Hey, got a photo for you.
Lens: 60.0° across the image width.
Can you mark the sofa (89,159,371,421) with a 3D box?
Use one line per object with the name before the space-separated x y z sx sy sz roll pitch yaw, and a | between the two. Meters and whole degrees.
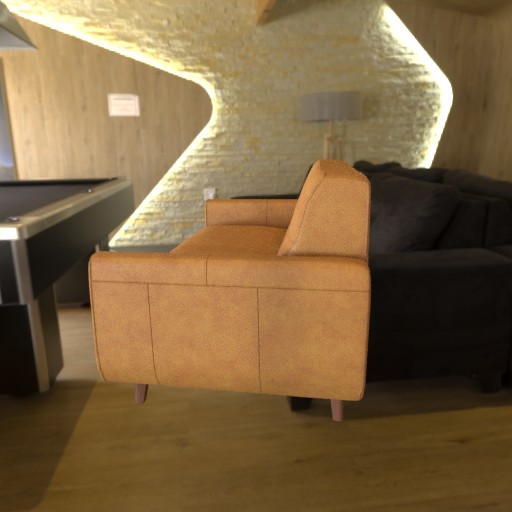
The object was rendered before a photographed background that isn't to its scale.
sofa | 0.000 0.000 2.227 0.952 0.925 1.651 2 14 8
